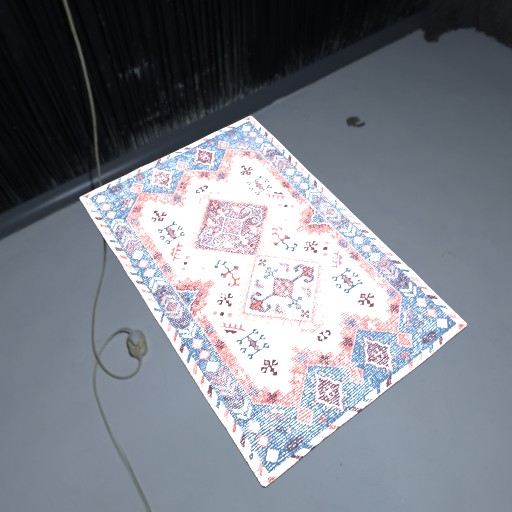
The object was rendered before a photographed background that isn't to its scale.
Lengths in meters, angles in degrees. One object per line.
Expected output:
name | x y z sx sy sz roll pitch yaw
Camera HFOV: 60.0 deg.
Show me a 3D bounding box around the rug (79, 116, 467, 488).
rug | 0.000 0.000 2.355 1.225 0.015 1.840 -31 63 -18
